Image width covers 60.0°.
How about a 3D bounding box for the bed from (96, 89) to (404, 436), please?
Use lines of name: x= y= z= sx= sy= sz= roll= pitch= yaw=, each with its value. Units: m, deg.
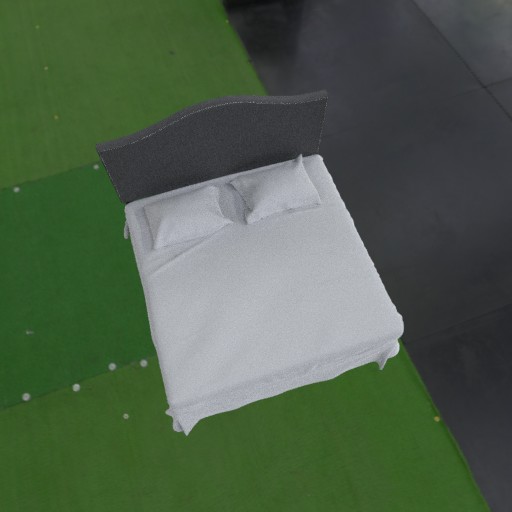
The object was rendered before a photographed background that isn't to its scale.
bed: x=0.000 y=0.000 z=3.776 sx=2.314 sy=1.651 sz=2.219 roll=-16 pitch=64 yaw=-8
